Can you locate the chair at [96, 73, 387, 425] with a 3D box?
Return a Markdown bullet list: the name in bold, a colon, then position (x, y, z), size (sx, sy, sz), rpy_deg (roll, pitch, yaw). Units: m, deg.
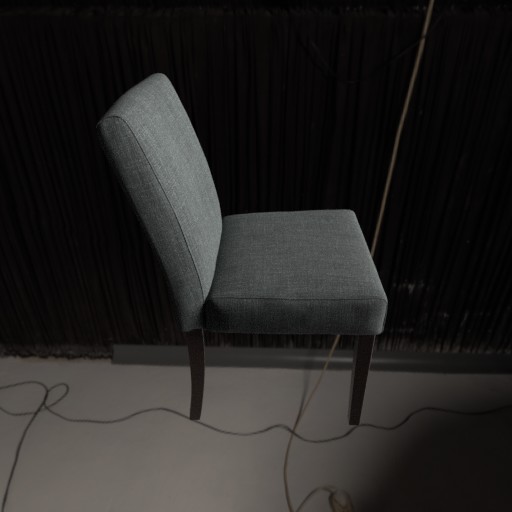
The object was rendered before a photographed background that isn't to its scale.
- **chair**: position (0.000, 0.000, 1.233), size (0.629, 0.884, 0.487), rpy_deg (0, 32, 1)
